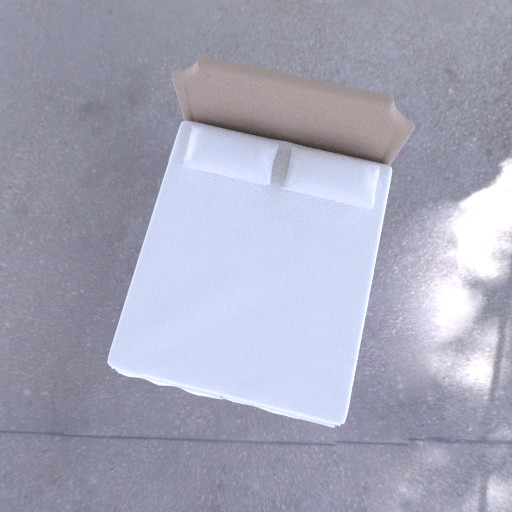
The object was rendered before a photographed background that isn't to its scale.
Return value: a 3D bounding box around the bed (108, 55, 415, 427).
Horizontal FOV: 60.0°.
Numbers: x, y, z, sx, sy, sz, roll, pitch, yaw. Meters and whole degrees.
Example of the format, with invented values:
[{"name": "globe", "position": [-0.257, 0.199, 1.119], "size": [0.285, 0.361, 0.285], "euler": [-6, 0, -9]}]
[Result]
[{"name": "bed", "position": [0.000, 0.000, 4.094], "size": [2.350, 1.590, 2.773], "euler": [13, 77, 3]}]
